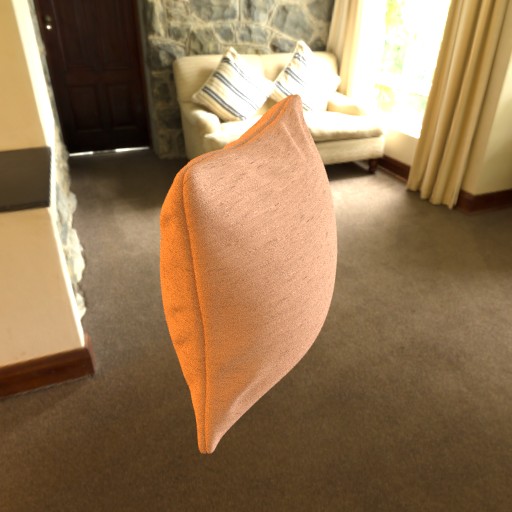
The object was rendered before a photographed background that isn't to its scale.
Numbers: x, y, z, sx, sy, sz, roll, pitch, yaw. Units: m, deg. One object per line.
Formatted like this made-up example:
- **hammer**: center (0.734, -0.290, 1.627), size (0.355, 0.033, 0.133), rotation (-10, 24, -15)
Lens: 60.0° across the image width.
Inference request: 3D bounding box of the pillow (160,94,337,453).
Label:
- **pillow**: center (0.000, 0.000, 0.689), size (0.246, 0.415, 0.432), rotation (10, 31, 16)
